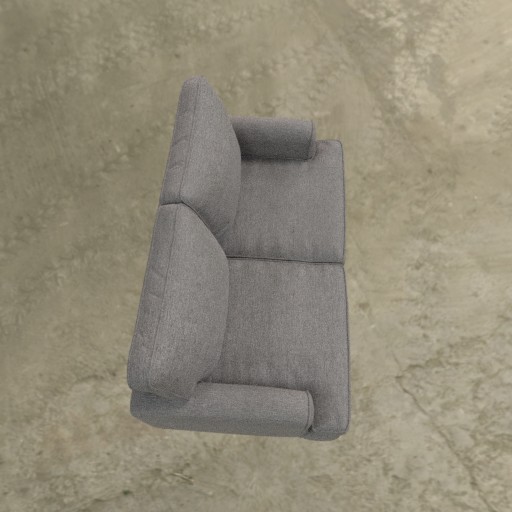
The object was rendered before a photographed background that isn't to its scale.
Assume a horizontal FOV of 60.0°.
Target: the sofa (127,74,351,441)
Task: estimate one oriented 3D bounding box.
[{"bbox_3d":[0.000,0.000,2.245,0.965,0.965,1.651,3,64,2],"label":"sofa"}]
